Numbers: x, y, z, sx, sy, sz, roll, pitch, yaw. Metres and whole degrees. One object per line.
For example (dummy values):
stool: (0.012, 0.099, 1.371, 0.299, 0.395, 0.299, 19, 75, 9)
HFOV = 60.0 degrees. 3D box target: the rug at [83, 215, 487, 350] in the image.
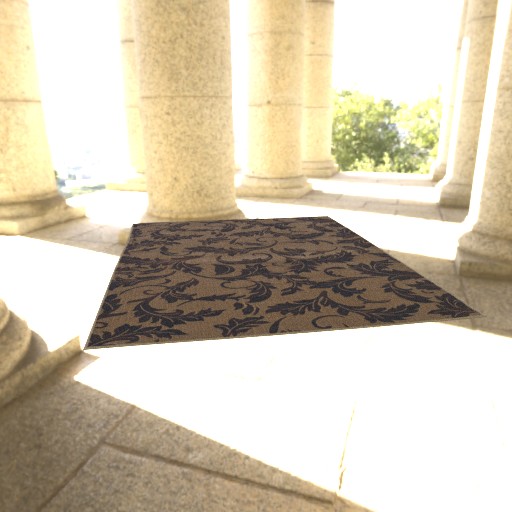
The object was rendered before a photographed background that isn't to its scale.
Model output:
rug: (0.000, 0.000, 3.912, 2.380, 0.008, 2.977, -3, 18, -10)
